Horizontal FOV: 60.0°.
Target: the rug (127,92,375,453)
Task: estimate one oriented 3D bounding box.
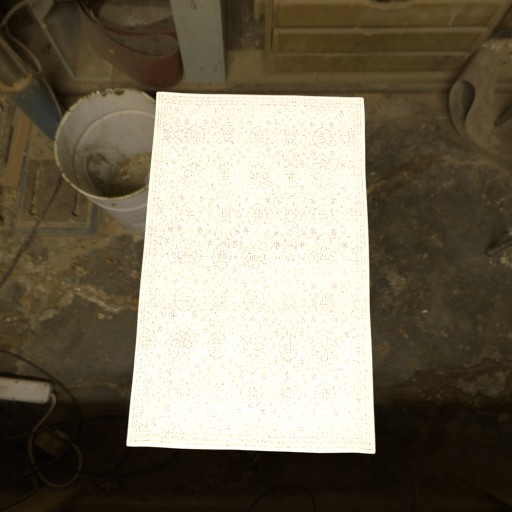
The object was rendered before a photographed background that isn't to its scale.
[{"bbox_3d":[0.000,0.000,2.973,1.518,0.023,2.434,1,77,0],"label":"rug"}]
